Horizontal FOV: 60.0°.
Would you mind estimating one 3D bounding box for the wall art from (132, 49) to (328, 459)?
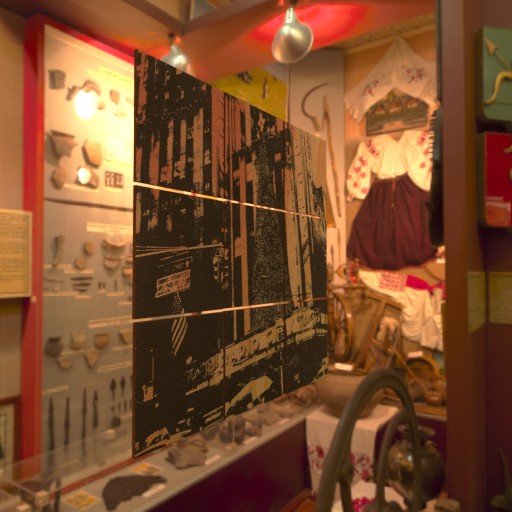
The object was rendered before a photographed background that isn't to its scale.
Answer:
[{"bbox_3d":[0.000,0.000,1.362,0.010,0.917,0.919,-1,-2,36],"label":"wall art"}]
